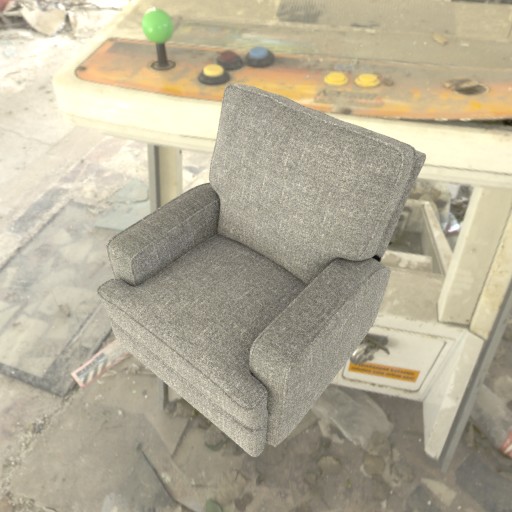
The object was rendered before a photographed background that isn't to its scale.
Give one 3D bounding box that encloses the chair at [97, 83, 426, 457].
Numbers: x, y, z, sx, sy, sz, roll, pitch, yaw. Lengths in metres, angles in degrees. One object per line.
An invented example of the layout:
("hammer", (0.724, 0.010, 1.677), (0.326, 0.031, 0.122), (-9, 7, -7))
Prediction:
("chair", (0.000, 0.000, 1.677), (0.861, 0.962, 0.964), (30, 52, 27))
